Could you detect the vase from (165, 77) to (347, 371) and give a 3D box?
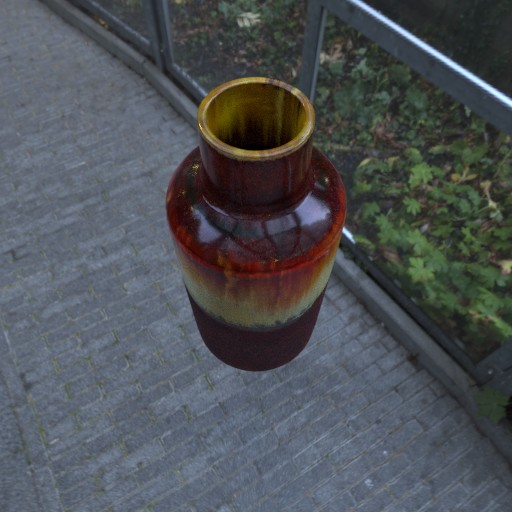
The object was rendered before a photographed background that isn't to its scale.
[{"bbox_3d":[0.000,0.000,0.325,0.111,0.261,0.111,0,58,0],"label":"vase"}]
